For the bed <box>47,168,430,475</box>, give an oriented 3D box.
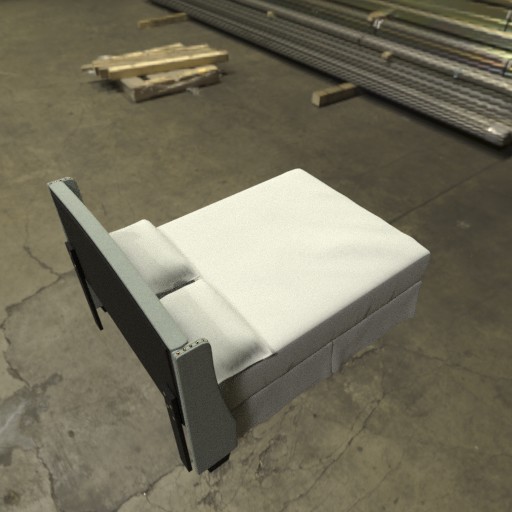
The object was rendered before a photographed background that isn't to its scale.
[{"bbox_3d":[0.000,0.000,3.309,2.237,1.407,1.710,-27,49,-26],"label":"bed"}]
